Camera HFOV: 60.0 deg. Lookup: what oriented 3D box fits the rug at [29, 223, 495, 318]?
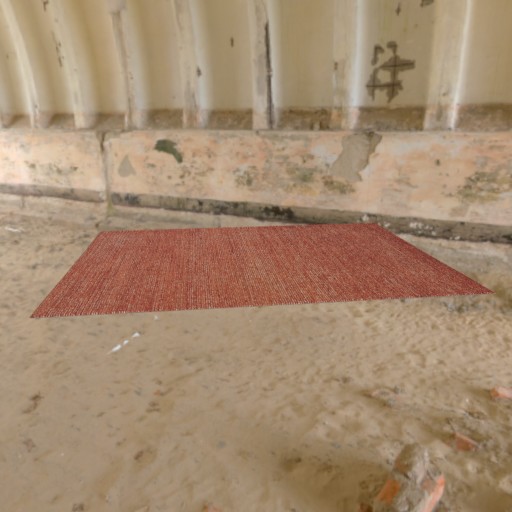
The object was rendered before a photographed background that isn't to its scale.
[{"bbox_3d":[0.000,0.000,5.051,3.965,0.025,2.803,-2,17,-7],"label":"rug"}]
